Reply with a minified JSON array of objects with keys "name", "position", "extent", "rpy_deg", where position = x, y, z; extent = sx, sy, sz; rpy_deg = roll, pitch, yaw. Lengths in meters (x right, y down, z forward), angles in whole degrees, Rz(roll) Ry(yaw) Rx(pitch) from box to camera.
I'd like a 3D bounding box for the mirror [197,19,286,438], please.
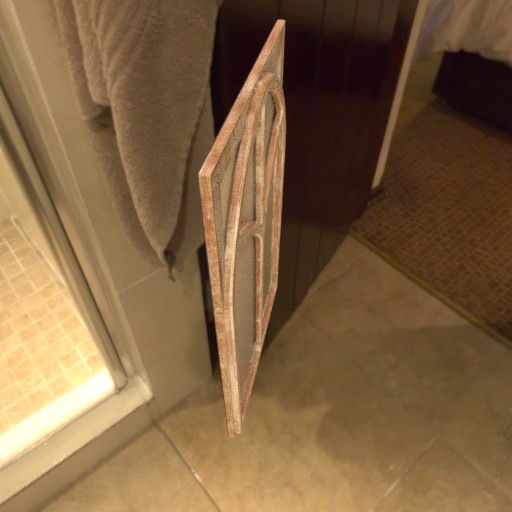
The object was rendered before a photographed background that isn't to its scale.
[{"name":"mirror","position":[0.000,0.000,0.958],"extent":[0.058,0.787,0.495],"rpy_deg":[9,48,9]}]
